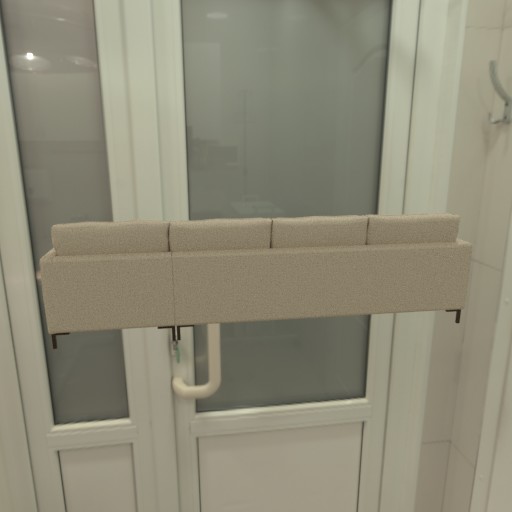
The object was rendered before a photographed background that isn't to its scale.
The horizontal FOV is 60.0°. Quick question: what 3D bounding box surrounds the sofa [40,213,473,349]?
[{"bbox_3d":[0.000,0.000,3.331,2.731,0.755,1.258,-2,15,-8],"label":"sofa"}]
